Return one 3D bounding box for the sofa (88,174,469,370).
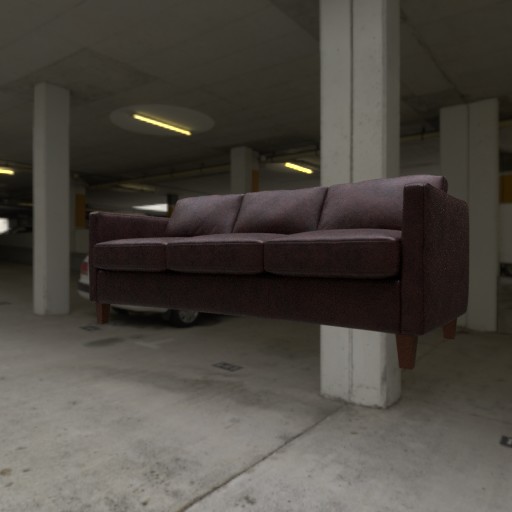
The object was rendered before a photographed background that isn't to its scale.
[{"bbox_3d":[0.000,0.000,2.970,2.464,1.006,1.045,0,0,35],"label":"sofa"}]
